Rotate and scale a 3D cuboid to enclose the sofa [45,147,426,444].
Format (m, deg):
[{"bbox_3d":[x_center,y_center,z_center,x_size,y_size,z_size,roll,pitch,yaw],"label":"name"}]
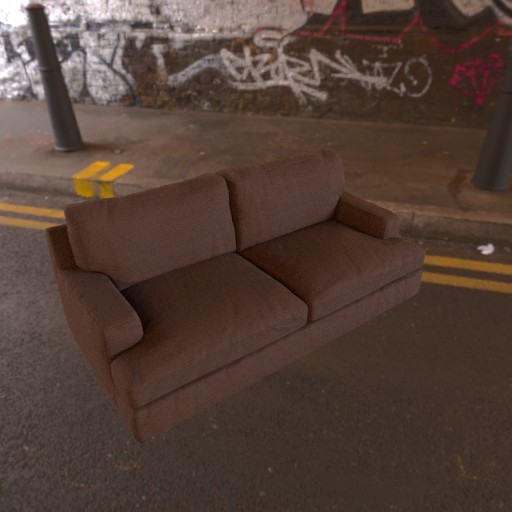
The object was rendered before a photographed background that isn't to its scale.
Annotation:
[{"bbox_3d":[0.000,0.000,2.904,2.274,0.950,1.140,-20,35,-31],"label":"sofa"}]
